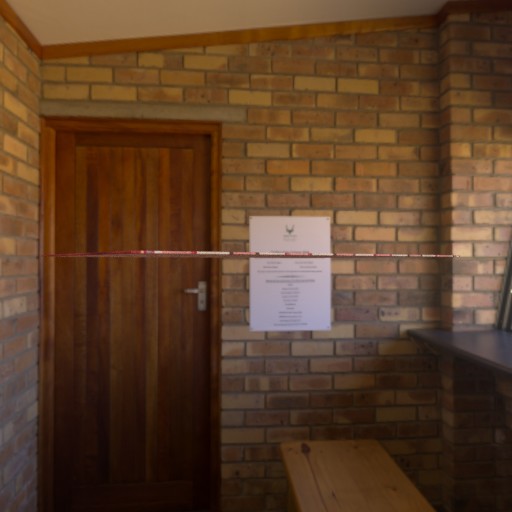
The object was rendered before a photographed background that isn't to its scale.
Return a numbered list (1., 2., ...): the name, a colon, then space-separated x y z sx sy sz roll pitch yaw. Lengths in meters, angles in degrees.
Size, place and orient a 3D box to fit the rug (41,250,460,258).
1. rug: 0.000 0.000 2.310 1.817 0.008 1.223 0 -1 -37
